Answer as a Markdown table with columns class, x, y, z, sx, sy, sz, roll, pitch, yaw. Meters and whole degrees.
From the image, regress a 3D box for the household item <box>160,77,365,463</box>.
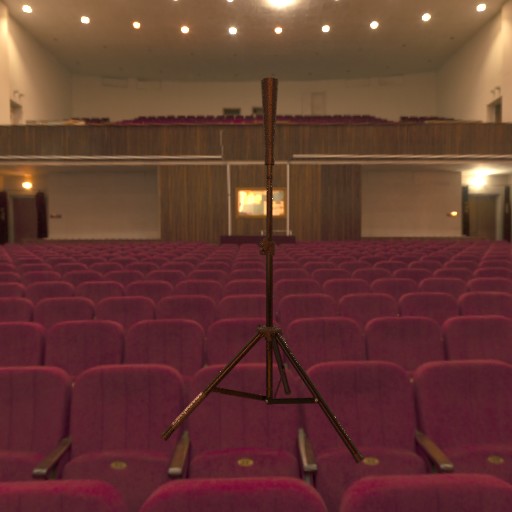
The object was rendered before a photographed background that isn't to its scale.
| class | x | y | z | sx | sy | sz | roll | pitch | yaw |
| --- | --- | --- | --- | --- | --- | --- | --- | --- | --- |
| household item | 0.000 | 0.000 | 1.401 | 0.559 | 1.067 | 0.559 | 0 | 2 | -1 |
